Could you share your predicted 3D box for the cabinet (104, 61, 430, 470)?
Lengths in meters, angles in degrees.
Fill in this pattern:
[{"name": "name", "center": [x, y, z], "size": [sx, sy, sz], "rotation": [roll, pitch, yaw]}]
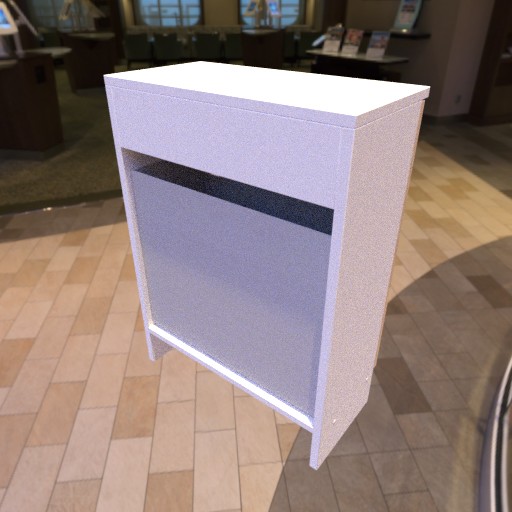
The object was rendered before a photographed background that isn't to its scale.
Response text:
[{"name": "cabinet", "center": [0.000, 0.000, 1.094], "size": [0.600, 0.815, 0.296], "rotation": [22, 37, 32]}]
